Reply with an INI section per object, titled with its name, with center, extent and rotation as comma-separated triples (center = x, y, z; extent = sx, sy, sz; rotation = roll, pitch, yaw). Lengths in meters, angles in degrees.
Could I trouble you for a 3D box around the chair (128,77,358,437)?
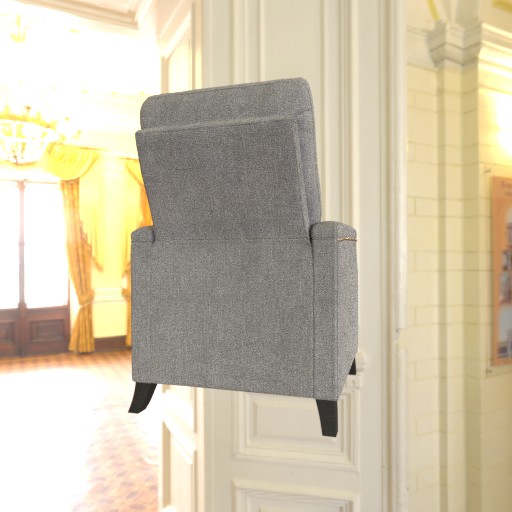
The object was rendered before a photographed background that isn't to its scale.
[chair]
center = 0.000, 0.000, 1.694
extent = 0.710, 1.049, 0.922
rotation = 0, 0, 17
